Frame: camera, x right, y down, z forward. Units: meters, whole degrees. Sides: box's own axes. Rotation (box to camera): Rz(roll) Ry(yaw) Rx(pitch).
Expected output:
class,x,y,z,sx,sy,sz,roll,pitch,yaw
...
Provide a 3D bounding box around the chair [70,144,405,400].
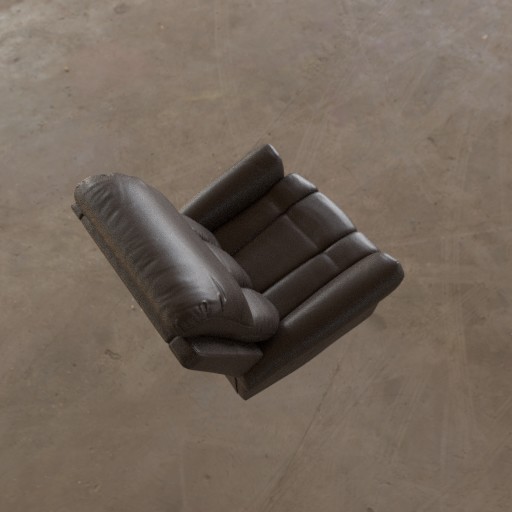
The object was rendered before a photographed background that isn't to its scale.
class,x,y,z,sx,sy,sz,roll,pitch,yaw
chair,0.000,0.000,1.736,0.978,1.028,0.869,-34,64,-19
